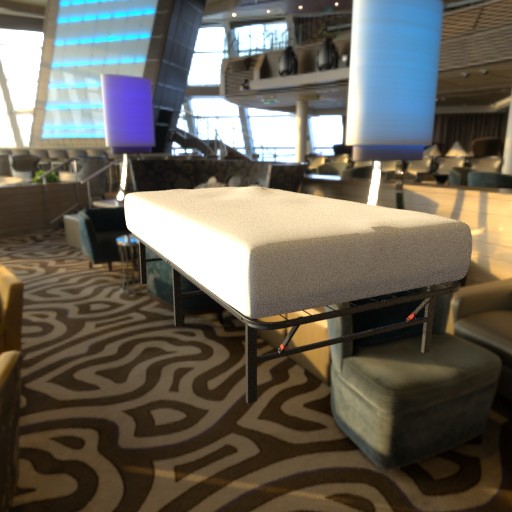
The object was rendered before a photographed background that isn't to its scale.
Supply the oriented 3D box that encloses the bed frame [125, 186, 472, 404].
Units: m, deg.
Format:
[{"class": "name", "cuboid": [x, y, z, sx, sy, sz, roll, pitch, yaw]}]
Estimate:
[{"class": "bed frame", "cuboid": [0.000, 0.000, 2.422, 1.025, 0.640, 1.908, -7, 15, -26]}]
